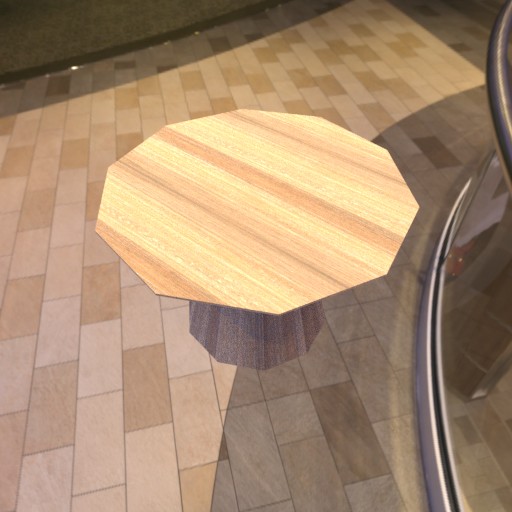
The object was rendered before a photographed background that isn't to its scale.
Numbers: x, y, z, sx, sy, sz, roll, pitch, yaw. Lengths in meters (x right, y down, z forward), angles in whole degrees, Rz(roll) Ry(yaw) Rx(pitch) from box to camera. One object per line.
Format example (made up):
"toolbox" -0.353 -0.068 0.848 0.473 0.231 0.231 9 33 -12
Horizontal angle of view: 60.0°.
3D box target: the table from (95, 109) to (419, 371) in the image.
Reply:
"table" 0.000 0.000 1.929 1.186 0.752 1.186 0 46 0
